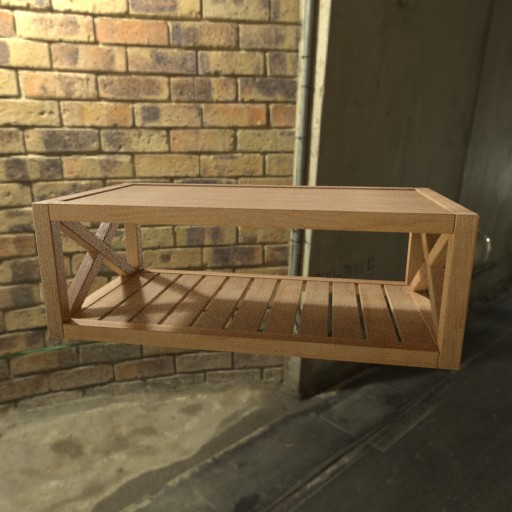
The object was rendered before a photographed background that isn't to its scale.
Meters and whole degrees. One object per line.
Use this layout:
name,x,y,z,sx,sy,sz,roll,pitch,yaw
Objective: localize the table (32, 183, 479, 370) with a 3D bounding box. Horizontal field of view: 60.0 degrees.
table,0.000,0.000,1.645,1.321,0.457,0.660,3,15,9
